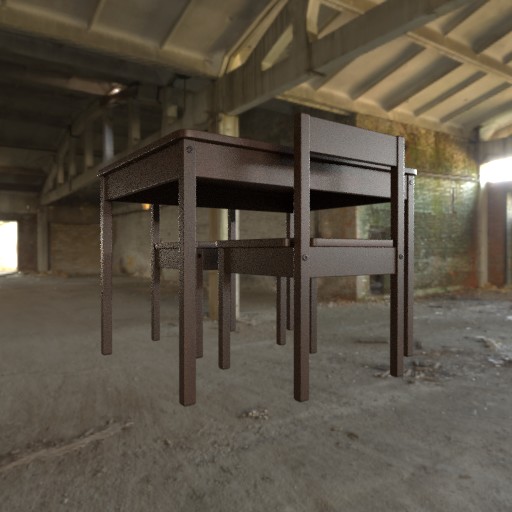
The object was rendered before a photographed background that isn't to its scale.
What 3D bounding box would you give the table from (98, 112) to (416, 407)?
[{"bbox_3d":[0.000,0.000,1.119,0.650,0.503,0.672,0,1,-35],"label":"table"}]
